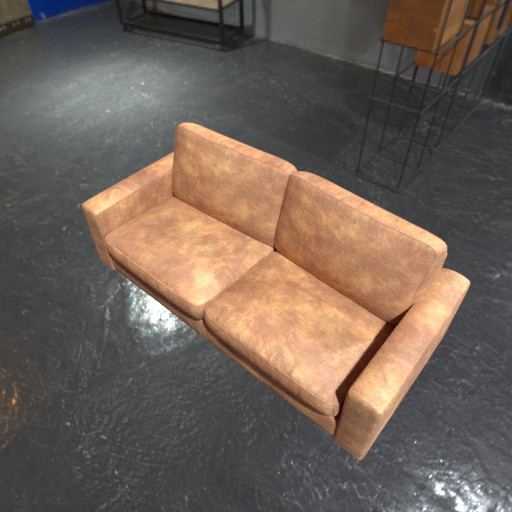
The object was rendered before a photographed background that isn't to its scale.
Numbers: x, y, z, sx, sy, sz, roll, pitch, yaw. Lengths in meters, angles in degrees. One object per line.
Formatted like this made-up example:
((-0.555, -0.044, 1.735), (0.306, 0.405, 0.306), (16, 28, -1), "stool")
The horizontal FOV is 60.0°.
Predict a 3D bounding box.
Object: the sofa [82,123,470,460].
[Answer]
((0.000, 0.000, 2.685), (2.179, 0.873, 1.016), (31, 53, 27), "sofa")
